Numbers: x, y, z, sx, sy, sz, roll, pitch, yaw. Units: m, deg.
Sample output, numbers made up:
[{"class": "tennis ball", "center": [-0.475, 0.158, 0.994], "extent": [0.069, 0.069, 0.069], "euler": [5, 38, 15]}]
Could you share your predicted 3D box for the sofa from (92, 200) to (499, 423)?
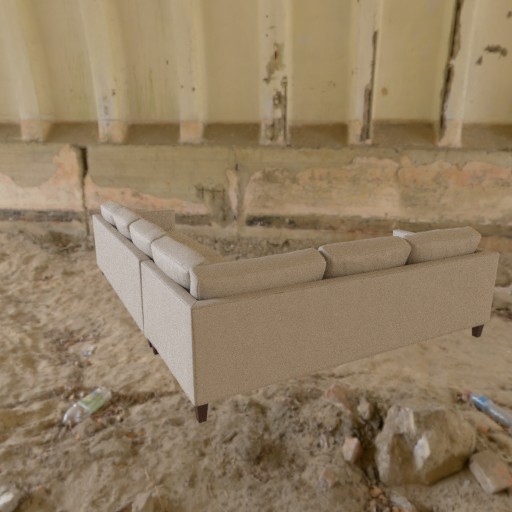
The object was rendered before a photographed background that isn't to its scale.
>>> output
[{"class": "sofa", "center": [0.000, 0.000, 4.151], "extent": [2.432, 0.863, 3.182], "euler": [-8, 17, -27]}]
